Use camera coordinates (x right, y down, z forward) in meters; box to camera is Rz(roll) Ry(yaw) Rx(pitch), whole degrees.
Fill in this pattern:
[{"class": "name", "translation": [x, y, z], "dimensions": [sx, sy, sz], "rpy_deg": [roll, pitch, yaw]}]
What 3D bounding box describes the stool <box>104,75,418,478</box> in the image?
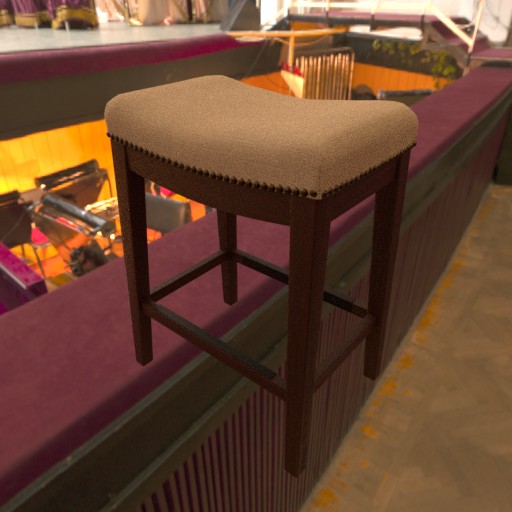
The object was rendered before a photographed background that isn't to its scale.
[{"class": "stool", "translation": [0.000, 0.000, 0.962], "dimensions": [0.509, 0.669, 0.363], "rpy_deg": [23, 38, 33]}]
